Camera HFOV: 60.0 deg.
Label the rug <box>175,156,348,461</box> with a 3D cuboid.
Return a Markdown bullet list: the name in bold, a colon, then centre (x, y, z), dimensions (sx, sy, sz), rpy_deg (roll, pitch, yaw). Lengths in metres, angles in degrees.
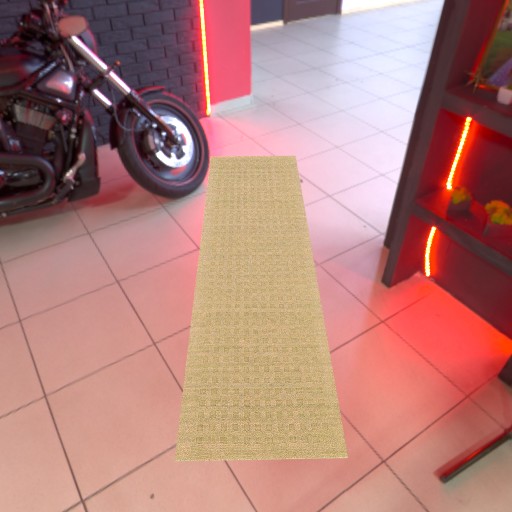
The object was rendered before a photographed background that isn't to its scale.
- **rug**: centre (0.000, 0.000, 2.670), dimensions (0.686, 0.006, 2.437), rpy_deg (-1, 41, -1)
